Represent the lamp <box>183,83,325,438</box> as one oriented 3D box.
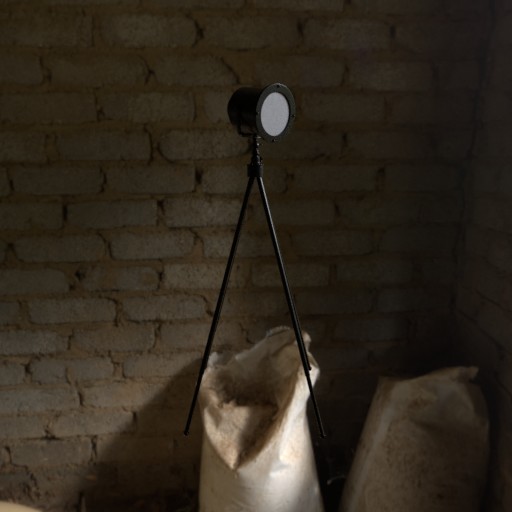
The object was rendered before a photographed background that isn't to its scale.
[{"bbox_3d":[0.000,0.000,2.082,0.879,1.504,0.884,-13,19,-42],"label":"lamp"}]
